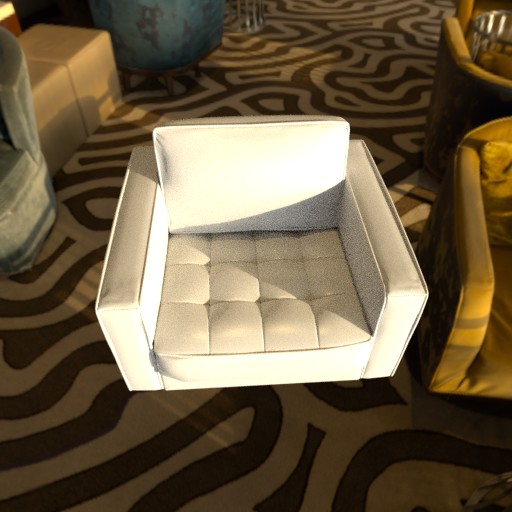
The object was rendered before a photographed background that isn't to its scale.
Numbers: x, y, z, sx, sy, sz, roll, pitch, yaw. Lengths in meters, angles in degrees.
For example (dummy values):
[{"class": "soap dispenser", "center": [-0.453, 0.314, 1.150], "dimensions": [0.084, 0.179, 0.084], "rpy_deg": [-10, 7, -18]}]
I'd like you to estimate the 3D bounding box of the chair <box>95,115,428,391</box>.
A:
[{"class": "chair", "center": [0.000, 0.000, 1.542], "dimensions": [0.928, 0.773, 0.843], "rpy_deg": [-2, 46, -2]}]
